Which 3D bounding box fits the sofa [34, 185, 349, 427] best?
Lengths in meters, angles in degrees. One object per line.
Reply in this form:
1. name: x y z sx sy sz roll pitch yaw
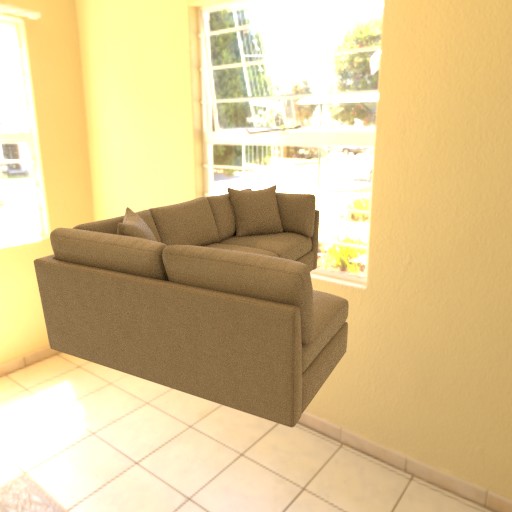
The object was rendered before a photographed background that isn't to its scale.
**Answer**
1. sofa: 0.000 0.000 3.913 1.994 0.978 2.896 8 18 27
